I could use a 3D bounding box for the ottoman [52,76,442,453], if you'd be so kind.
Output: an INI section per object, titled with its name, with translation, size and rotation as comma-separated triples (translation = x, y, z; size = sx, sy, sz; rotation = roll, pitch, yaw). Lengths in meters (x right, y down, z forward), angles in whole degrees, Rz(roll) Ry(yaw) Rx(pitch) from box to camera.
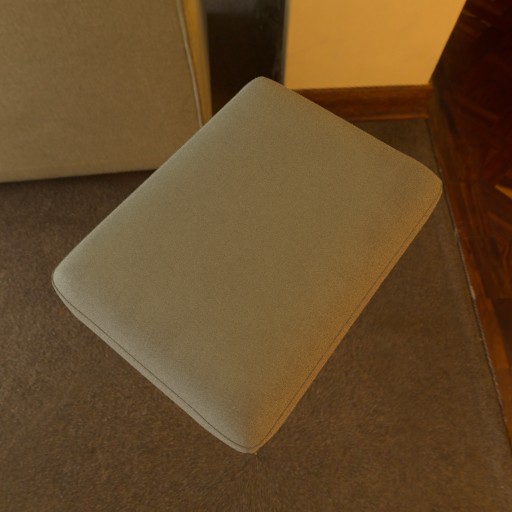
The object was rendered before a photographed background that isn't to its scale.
[ottoman]
translation = 0.000, 0.000, 1.177
size = 0.608, 0.449, 0.811
rotation = 35, 71, 15
